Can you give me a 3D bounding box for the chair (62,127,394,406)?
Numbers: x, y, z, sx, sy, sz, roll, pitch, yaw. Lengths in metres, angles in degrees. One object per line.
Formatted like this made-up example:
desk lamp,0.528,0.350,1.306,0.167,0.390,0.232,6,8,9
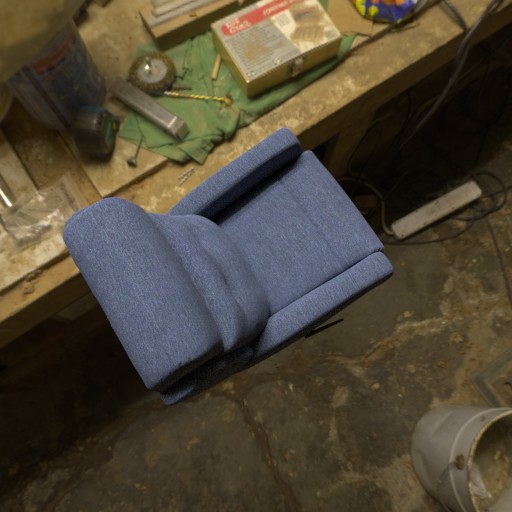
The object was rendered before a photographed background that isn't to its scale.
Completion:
chair,0.000,0.000,1.751,1.043,1.013,0.798,-32,78,-8
